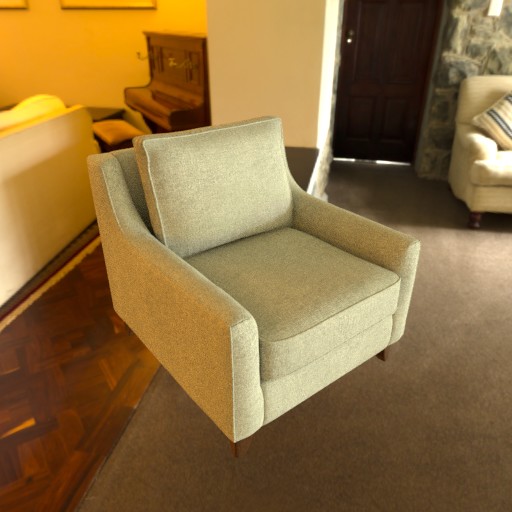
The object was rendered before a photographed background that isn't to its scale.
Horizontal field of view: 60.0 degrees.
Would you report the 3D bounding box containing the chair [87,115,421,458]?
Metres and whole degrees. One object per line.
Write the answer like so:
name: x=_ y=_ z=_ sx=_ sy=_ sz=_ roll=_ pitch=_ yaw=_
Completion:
chair: x=0.000 y=0.000 z=1.631 sx=0.838 sy=0.864 sz=0.918 roll=-20 pitch=35 yaw=-33
